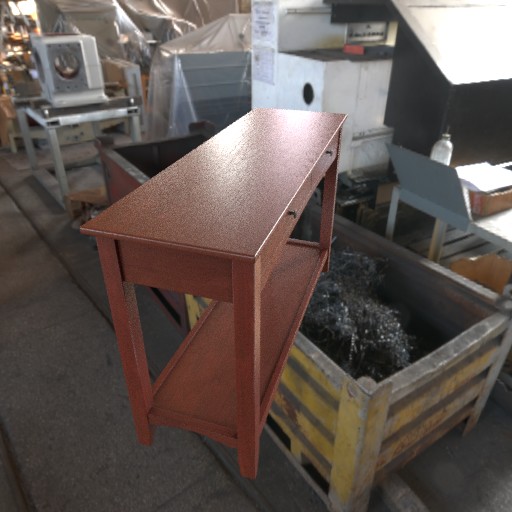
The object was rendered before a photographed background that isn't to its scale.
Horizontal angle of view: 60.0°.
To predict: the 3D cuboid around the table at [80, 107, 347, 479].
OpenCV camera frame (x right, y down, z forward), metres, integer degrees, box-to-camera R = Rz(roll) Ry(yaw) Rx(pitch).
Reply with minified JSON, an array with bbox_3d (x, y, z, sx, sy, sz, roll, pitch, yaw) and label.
[{"bbox_3d":[0.000,0.000,1.551,0.392,0.739,1.188,10,32,16],"label":"table"}]
